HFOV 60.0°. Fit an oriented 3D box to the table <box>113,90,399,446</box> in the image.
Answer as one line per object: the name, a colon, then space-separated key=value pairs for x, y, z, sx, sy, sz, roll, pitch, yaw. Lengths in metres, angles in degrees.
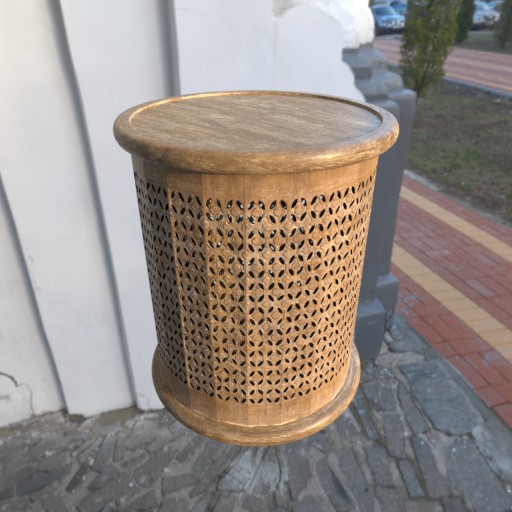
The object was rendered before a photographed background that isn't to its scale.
table: x=0.000 y=0.000 z=0.769 sx=0.407 sy=0.482 sz=0.407 roll=0 pitch=30 yaw=0
